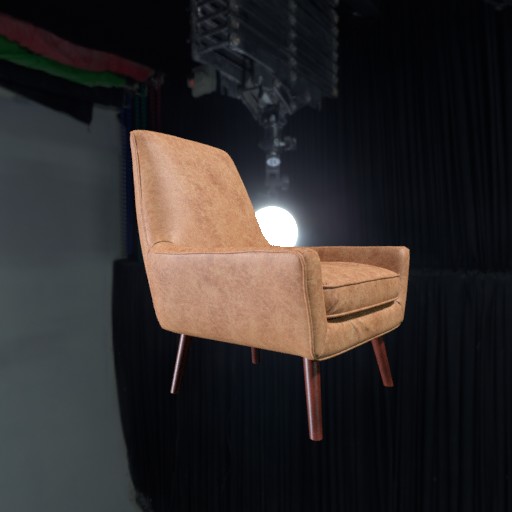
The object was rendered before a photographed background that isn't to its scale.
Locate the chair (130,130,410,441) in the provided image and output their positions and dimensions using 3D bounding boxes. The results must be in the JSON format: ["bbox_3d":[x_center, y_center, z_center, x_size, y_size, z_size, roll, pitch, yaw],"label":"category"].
[{"bbox_3d":[0.000,0.000,1.514,0.851,0.883,0.753,1,2,36],"label":"chair"}]
